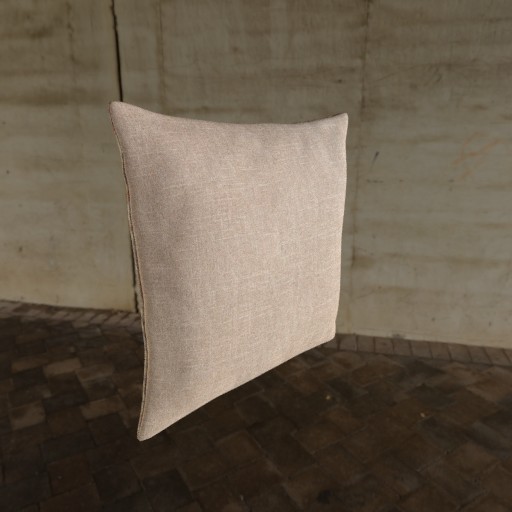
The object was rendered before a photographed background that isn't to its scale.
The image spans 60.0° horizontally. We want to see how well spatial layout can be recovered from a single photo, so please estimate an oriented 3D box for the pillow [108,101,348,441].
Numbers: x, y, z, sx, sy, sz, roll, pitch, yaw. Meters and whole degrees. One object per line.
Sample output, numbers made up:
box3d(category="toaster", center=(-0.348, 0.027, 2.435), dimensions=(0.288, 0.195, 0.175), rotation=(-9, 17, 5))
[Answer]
box3d(category="pillow", center=(0.000, 0.000, 0.798), dimensions=(0.523, 0.506, 0.166), rotation=(-15, 22, -43))
